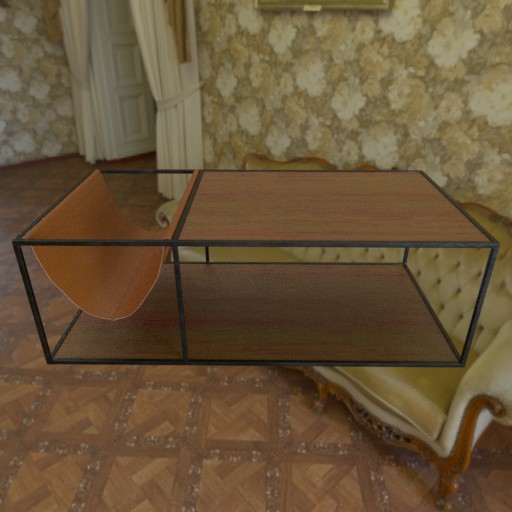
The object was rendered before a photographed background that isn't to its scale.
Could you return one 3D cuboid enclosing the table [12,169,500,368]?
[{"bbox_3d":[0.000,0.000,1.443,1.199,0.403,0.597,0,28,1],"label":"table"}]
